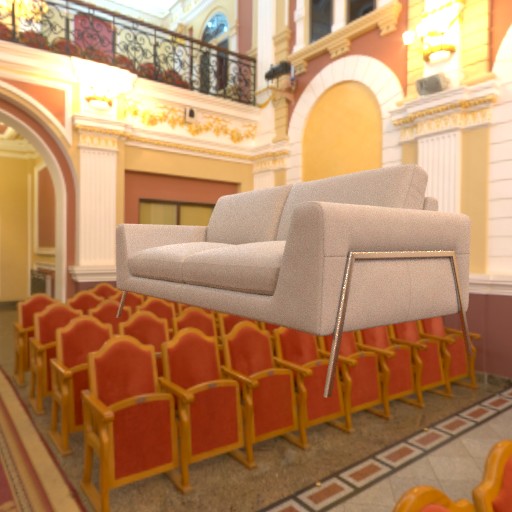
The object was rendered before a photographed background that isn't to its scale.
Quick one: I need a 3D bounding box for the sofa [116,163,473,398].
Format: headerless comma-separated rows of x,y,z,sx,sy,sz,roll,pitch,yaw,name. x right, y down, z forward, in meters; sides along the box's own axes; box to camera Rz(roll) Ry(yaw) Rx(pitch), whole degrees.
0.000,0.000,2.511,0.953,0.875,2.017,-1,2,-36,sofa
